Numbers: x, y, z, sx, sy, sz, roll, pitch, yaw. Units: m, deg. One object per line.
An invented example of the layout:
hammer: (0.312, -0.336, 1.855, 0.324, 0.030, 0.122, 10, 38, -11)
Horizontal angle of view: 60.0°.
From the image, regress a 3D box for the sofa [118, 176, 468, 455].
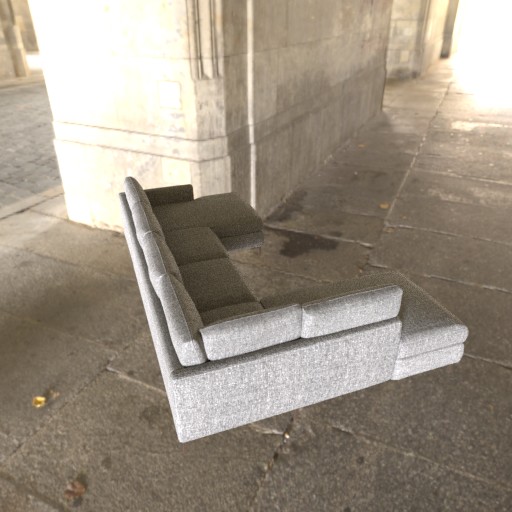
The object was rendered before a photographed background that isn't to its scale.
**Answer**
sofa: (0.000, 0.000, 3.602, 1.879, 0.756, 2.737, -10, 31, -18)
